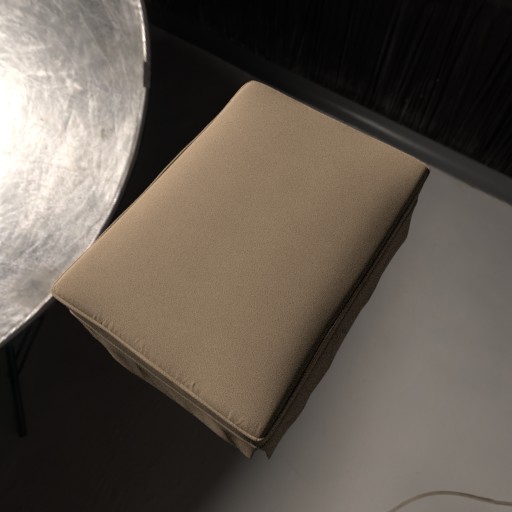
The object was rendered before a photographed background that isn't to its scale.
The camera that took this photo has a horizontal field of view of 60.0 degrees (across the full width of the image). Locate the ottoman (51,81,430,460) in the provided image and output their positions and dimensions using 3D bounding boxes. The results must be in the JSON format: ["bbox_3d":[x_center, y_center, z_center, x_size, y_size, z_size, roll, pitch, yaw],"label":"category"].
[{"bbox_3d":[0.000,0.000,1.363,0.721,0.482,0.959,31,68,14],"label":"ottoman"}]
